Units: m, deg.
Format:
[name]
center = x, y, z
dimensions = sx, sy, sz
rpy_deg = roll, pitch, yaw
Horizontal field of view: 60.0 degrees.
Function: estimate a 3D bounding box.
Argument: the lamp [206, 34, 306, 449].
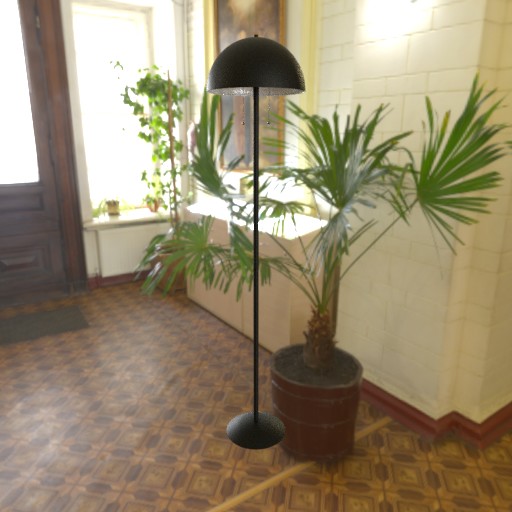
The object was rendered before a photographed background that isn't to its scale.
[lamp]
center = 0.000, 0.000, 1.626
dimensions = 0.328, 1.480, 0.328
rpy_deg = 3, 16, 10
